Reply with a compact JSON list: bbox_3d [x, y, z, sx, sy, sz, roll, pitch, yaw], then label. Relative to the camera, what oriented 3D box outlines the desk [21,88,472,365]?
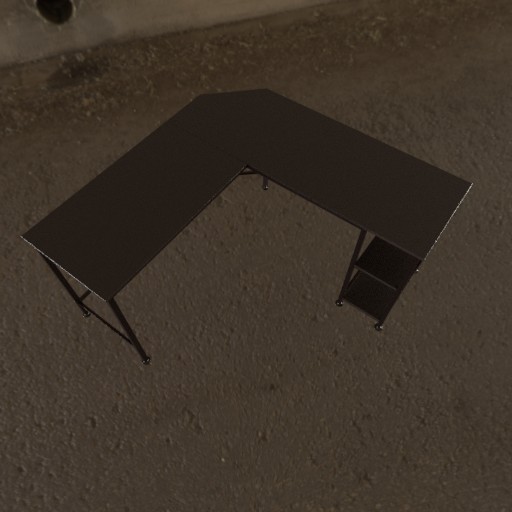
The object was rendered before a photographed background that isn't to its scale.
[{"bbox_3d":[0.000,0.000,2.205,1.379,0.739,1.379,32,62,19],"label":"desk"}]
